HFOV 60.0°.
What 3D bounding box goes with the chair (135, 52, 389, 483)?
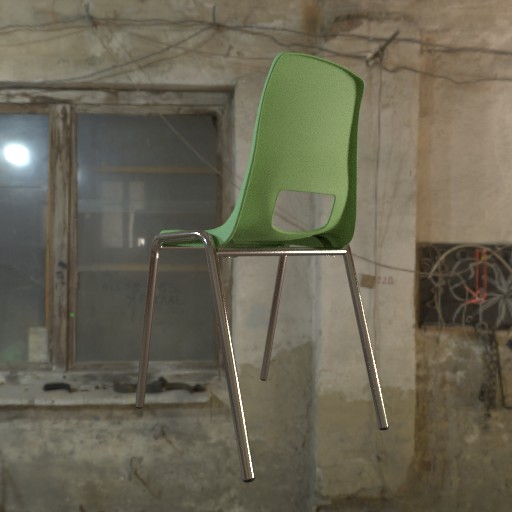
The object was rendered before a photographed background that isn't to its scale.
[{"bbox_3d":[0.000,0.000,0.959,0.381,0.704,0.436,-1,1,-36],"label":"chair"}]
